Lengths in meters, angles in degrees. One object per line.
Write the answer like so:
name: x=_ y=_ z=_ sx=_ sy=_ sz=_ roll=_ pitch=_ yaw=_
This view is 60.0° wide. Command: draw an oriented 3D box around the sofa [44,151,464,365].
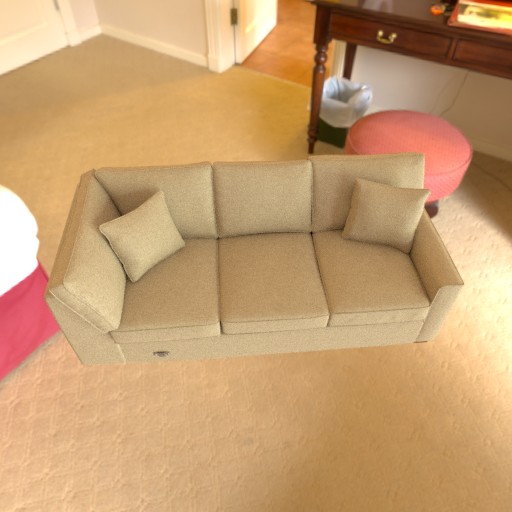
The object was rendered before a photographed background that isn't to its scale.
sofa: x=0.000 y=0.000 z=2.885 sx=2.317 sy=0.962 sz=1.061 roll=-4 pitch=47 yaw=-3
